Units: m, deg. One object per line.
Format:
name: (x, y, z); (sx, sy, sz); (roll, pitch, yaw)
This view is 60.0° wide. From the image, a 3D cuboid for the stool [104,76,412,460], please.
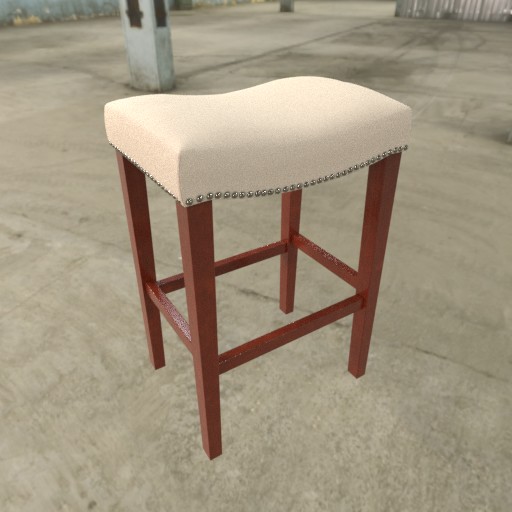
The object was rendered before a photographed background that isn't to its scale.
stool: (0.000, 0.000, 1.046); (0.504, 0.742, 0.372); (-19, 36, -27)
